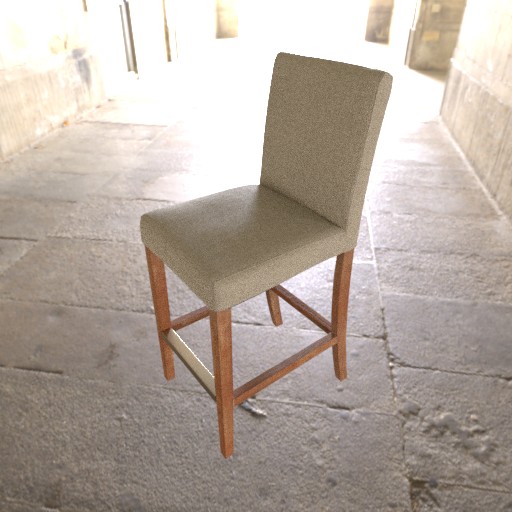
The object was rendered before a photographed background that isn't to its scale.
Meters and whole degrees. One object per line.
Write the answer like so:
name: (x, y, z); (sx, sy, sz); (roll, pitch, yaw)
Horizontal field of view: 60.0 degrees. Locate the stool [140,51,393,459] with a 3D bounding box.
stool: (0.000, 0.000, 1.378); (0.570, 1.088, 0.439); (-22, 38, -30)
